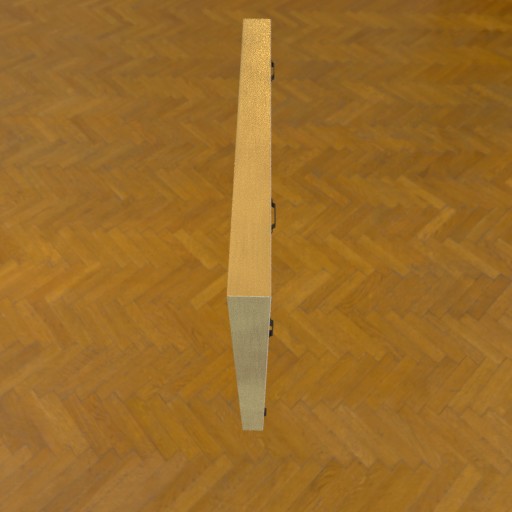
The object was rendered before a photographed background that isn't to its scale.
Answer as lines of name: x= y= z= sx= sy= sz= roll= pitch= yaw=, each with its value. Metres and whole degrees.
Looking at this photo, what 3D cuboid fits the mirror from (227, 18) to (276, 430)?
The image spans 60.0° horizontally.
mirror: x=0.000 y=0.000 z=0.679 sx=0.041 sy=0.509 sz=0.406 roll=1 pitch=57 yaw=1
